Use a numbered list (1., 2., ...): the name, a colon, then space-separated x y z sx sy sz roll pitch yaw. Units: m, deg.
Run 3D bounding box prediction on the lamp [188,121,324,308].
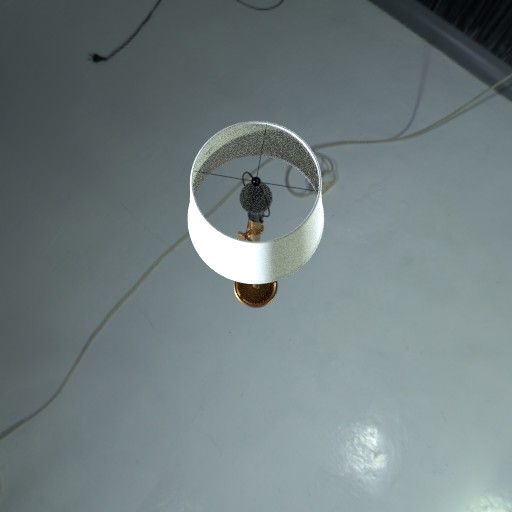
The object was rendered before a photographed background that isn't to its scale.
1. lamp: 0.000 0.000 0.808 0.178 0.710 0.178 0 77 0
